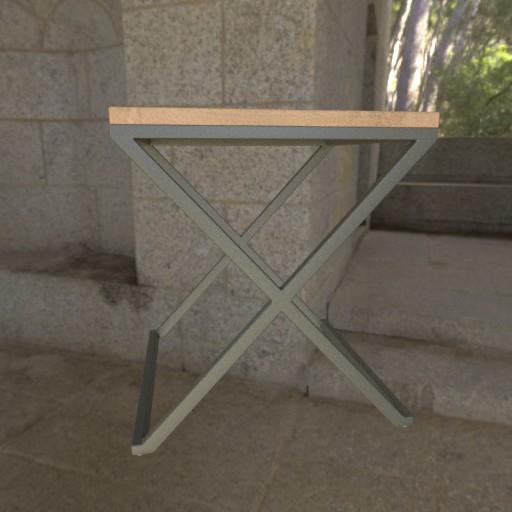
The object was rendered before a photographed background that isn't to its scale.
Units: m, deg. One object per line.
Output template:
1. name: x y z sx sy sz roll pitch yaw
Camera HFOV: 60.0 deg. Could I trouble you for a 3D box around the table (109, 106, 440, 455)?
1. table: 0.000 0.000 0.944 0.498 0.550 0.499 -2 13 -9
